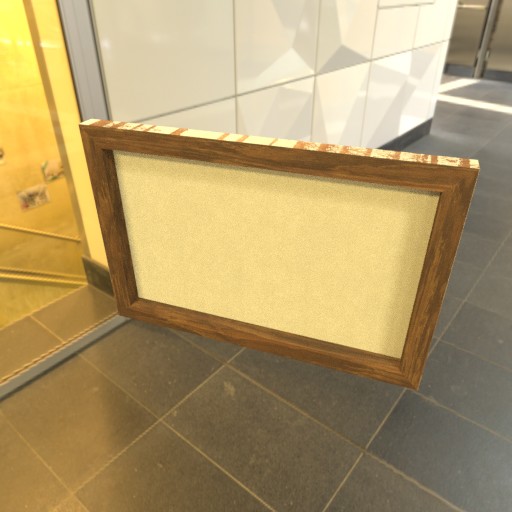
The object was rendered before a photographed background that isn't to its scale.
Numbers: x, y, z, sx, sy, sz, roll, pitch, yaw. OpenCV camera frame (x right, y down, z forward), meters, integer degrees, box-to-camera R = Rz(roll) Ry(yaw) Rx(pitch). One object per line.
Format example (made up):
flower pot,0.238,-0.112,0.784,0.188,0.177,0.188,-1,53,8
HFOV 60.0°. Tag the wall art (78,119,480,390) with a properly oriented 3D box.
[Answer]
wall art,0.000,0.000,0.764,0.609,0.405,0.035,11,34,16
